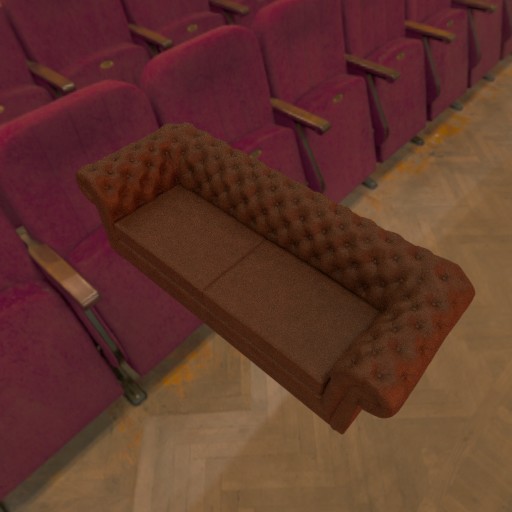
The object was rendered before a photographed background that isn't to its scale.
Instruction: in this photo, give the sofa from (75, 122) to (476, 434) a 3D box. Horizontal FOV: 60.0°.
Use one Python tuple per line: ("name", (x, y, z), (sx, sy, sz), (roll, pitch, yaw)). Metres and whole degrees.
("sofa", (0.000, 0.000, 2.810), (2.385, 0.783, 0.944), (34, 56, 27))
